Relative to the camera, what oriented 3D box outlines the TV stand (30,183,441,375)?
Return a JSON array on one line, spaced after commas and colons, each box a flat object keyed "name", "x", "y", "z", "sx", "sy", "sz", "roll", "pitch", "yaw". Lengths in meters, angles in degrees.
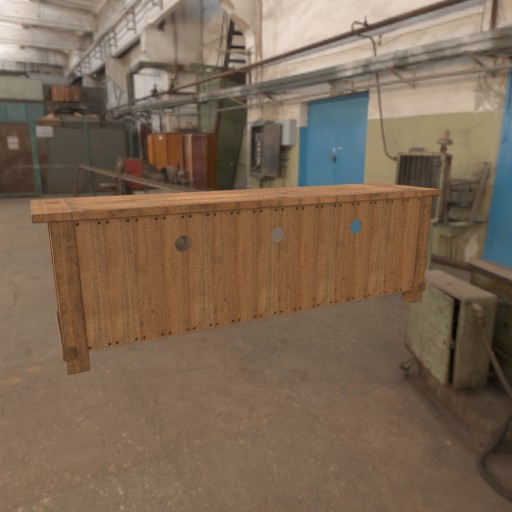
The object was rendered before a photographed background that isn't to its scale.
[{"name": "TV stand", "x": 0.000, "y": 0.000, "z": 2.047, "sx": 1.804, "sy": 0.573, "sz": 0.453, "roll": -7, "pitch": 16, "yaw": -26}]
